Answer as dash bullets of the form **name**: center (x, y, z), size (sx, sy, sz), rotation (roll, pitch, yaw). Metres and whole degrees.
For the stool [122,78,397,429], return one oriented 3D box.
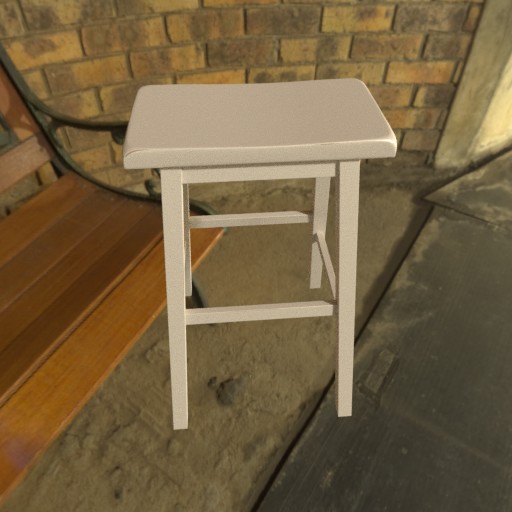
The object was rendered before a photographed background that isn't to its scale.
- **stool**: center (0.000, 0.000, 1.048), size (0.457, 0.737, 0.476), rotation (-3, 45, -3)
